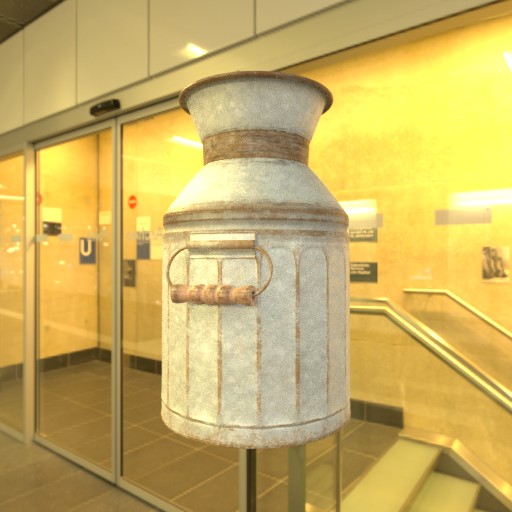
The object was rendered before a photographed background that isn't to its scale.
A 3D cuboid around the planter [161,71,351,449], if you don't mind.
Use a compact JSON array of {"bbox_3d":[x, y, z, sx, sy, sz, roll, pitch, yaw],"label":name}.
[{"bbox_3d":[0.000,0.000,0.514,0.215,0.358,0.248,0,0,18],"label":"planter"}]
